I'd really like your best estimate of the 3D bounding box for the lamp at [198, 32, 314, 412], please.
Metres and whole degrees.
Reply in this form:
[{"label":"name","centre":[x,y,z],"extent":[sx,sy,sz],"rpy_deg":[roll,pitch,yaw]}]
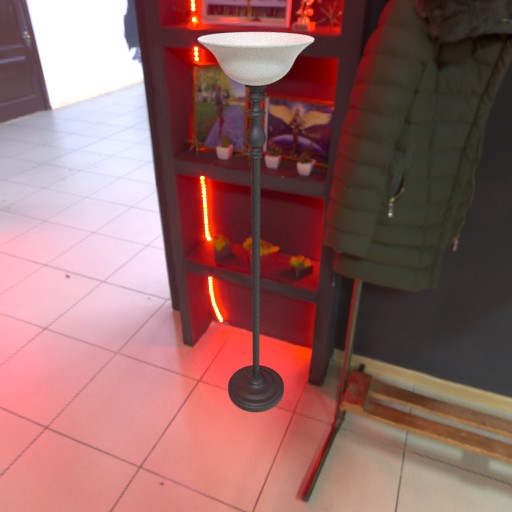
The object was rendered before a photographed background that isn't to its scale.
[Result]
[{"label":"lamp","centre":[0.000,0.000,2.025],"extent":[0.405,1.797,0.405],"rpy_deg":[-20,37,-29]}]
